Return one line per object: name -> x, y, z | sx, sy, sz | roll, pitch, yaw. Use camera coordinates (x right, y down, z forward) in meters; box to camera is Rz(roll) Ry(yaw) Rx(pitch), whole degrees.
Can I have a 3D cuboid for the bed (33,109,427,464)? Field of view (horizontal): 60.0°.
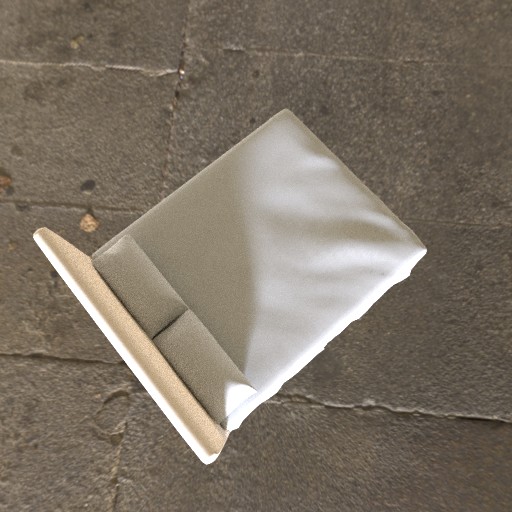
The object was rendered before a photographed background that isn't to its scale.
bed -> 0.000, 0.000, 3.279 | 2.142, 1.330, 1.748 | -39, 78, -10
